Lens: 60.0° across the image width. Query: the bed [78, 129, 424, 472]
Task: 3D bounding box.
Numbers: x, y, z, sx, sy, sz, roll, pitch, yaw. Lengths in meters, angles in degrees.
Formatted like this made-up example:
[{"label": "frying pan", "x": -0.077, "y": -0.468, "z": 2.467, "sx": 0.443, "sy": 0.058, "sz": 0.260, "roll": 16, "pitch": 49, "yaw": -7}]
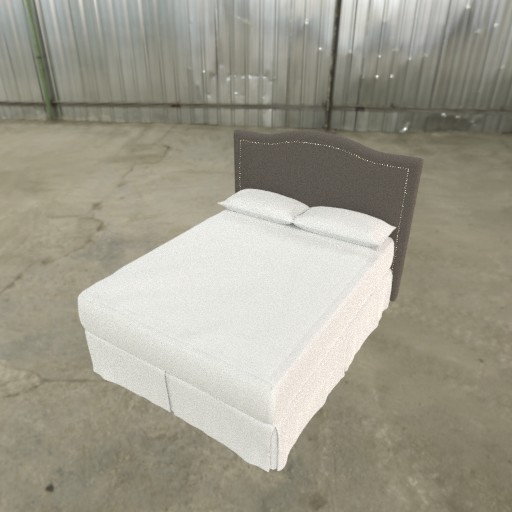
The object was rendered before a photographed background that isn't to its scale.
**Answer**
[{"label": "bed", "x": 0.000, "y": 0.000, "z": 3.209, "sx": 1.666, "sy": 1.387, "sz": 2.036, "roll": 17, "pitch": 34, "yaw": 28}]
